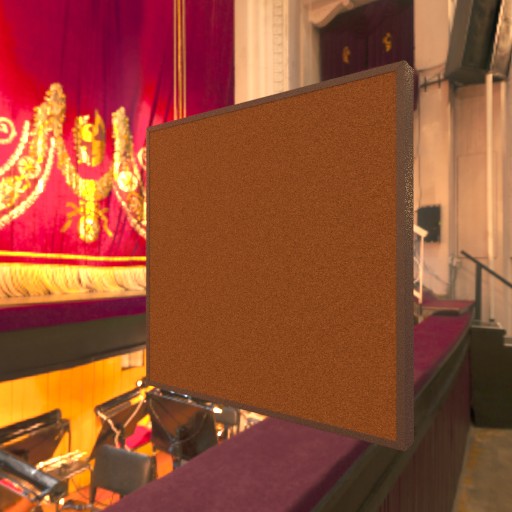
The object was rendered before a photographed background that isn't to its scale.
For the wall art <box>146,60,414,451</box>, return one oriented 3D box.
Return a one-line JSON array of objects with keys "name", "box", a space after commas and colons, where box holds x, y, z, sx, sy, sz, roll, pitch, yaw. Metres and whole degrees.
[{"name": "wall art", "box": [0.000, 0.000, 0.508, 0.349, 0.349, 0.028, 0, 0, 36]}]
